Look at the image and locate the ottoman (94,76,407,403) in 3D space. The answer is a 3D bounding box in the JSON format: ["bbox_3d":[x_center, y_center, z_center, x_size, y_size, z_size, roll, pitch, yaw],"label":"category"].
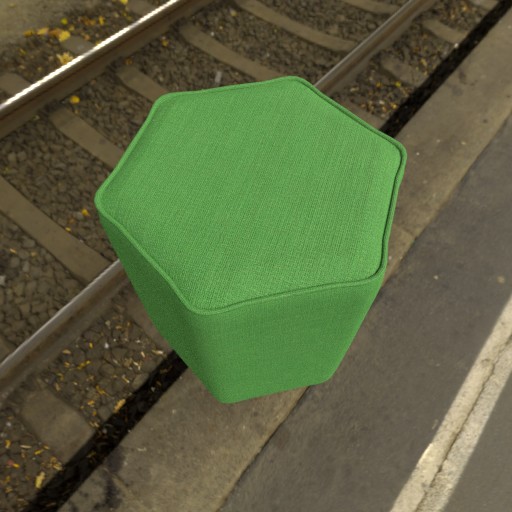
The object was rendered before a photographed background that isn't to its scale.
[{"bbox_3d":[0.000,0.000,0.888,0.444,0.507,0.499,15,60,9],"label":"ottoman"}]
